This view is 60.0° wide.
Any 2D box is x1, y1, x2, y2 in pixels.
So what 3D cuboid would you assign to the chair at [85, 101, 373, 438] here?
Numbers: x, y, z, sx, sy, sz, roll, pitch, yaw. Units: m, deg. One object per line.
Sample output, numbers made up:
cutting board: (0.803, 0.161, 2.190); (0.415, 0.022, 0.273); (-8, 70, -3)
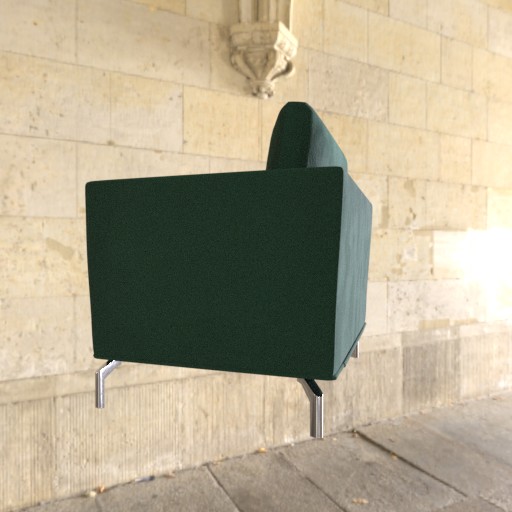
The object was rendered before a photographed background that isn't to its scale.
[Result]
chair: (0.000, 0.000, 1.804); (0.852, 0.997, 1.047); (0, 1, 19)
